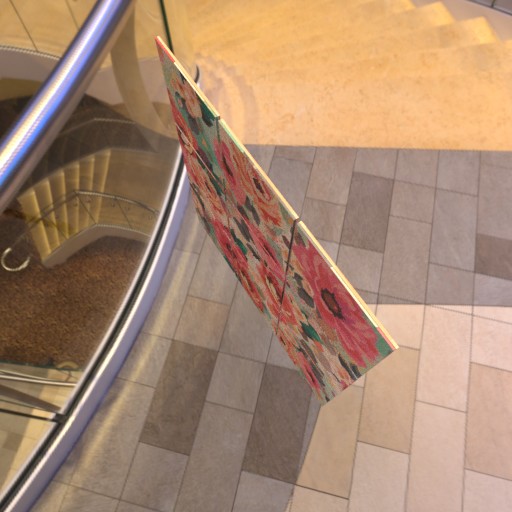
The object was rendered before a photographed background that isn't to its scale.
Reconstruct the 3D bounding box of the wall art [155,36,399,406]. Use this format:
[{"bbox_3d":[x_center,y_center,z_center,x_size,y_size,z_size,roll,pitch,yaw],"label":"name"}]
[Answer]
[{"bbox_3d":[0.000,0.000,1.343,0.012,0.910,0.911,-30,69,-13],"label":"wall art"}]
